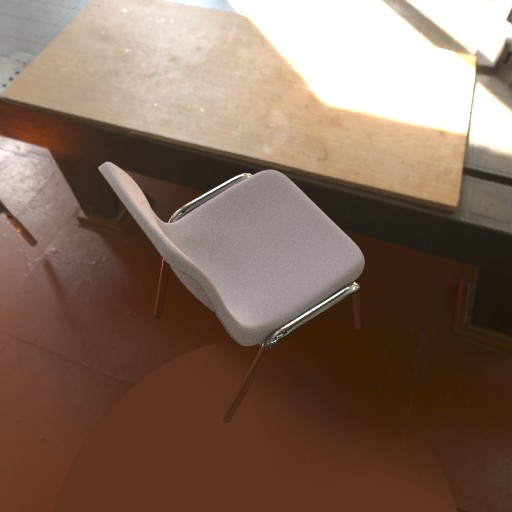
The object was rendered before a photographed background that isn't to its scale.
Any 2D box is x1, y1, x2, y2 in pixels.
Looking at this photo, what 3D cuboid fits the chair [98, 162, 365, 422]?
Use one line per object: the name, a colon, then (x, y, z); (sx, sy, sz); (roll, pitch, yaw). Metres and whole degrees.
chair: (0.000, 0.000, 0.929); (0.436, 0.653, 0.381); (-32, 63, -18)
